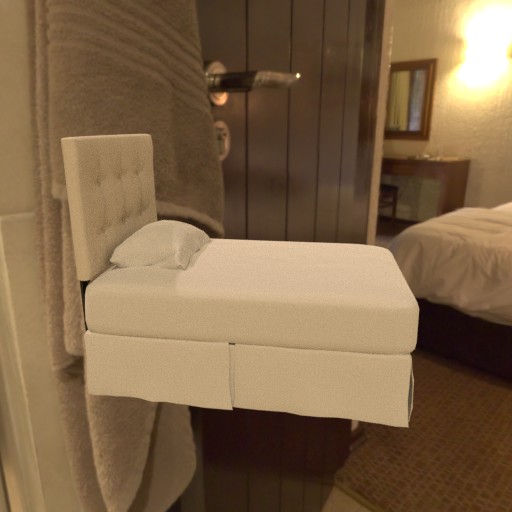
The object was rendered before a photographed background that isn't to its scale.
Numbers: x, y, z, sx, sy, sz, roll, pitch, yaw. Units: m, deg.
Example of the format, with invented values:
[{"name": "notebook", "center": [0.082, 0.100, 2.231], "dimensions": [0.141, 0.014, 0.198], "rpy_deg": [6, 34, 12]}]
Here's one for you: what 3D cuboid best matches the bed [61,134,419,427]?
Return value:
[{"name": "bed", "center": [0.000, 0.000, 2.992], "dimensions": [1.997, 1.571, 1.261], "rpy_deg": [2, 17, 8]}]
